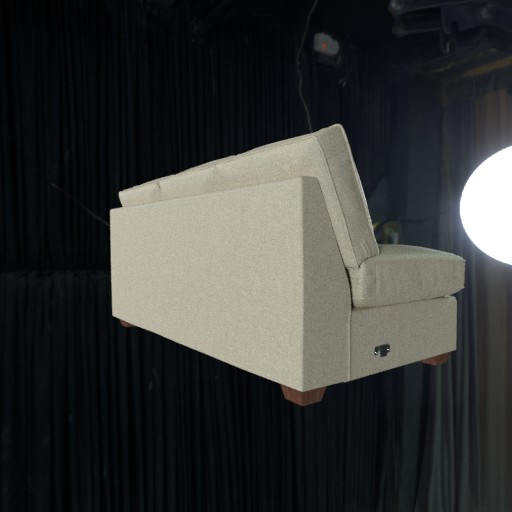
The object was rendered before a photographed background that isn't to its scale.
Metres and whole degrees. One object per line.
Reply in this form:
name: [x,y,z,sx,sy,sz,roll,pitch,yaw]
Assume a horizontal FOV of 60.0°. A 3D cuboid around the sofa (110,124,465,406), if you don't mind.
sofa: [0.000,0.000,2.511,1.027,0.973,1.962,-1,2,-36]
